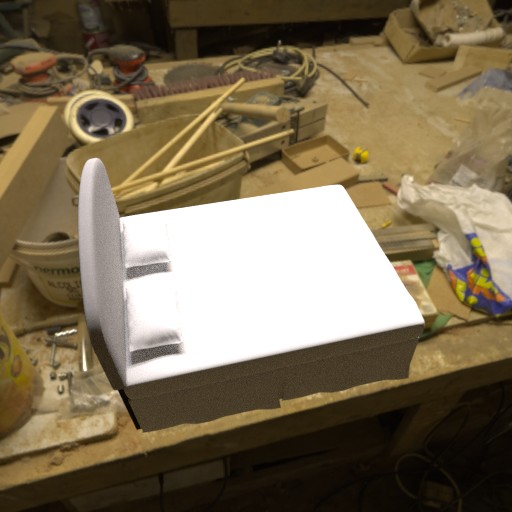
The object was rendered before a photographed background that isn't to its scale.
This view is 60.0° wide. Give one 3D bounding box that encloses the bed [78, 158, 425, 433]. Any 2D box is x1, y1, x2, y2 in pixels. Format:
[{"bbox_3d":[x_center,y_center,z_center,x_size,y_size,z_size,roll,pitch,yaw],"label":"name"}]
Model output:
[{"bbox_3d":[0.000,0.000,3.087,2.005,1.410,1.607,-10,47,-9],"label":"bed"}]
